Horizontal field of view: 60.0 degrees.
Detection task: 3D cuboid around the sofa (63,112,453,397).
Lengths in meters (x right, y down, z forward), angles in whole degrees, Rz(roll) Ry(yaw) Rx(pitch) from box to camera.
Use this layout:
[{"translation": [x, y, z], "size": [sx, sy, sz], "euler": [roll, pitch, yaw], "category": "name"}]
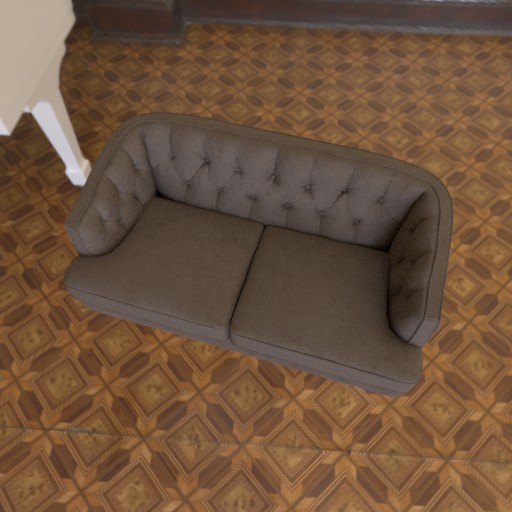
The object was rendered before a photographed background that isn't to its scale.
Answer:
[{"translation": [0.000, 0.000, 2.272], "size": [1.733, 0.855, 0.941], "euler": [14, 58, 9], "category": "sofa"}]
